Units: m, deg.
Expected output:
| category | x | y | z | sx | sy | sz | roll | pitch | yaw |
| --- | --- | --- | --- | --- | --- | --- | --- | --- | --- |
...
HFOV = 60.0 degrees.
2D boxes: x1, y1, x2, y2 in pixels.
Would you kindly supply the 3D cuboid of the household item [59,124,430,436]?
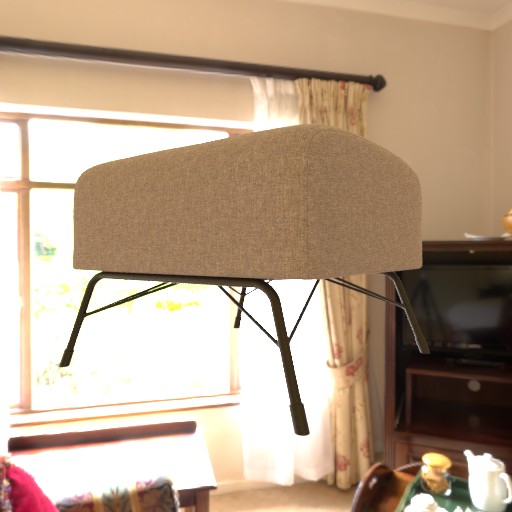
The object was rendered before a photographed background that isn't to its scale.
| category | x | y | z | sx | sy | sz | roll | pitch | yaw |
| --- | --- | --- | --- | --- | --- | --- | --- | --- | --- |
| household item | 0.000 | 0.000 | 0.879 | 0.530 | 0.410 | 0.530 | 0 | 1 | 36 |
